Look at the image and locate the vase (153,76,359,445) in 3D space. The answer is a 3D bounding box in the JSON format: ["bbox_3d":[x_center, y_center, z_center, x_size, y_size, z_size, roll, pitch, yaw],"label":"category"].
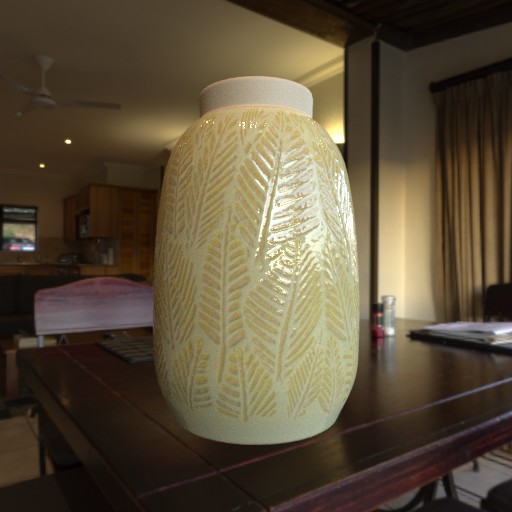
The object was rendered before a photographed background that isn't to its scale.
[{"bbox_3d":[0.000,0.000,0.379,0.172,0.270,0.172,0,0,0],"label":"vase"}]
